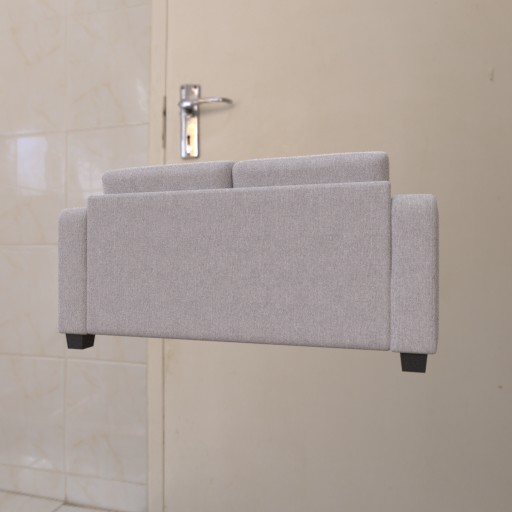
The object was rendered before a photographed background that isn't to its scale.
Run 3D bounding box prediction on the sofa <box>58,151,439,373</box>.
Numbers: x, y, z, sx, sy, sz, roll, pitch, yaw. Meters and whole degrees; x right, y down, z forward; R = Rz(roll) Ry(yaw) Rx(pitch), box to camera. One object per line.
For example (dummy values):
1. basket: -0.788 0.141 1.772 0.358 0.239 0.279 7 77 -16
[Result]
1. sofa: 0.000 0.000 2.105 1.540 0.800 0.900 0 0 16
